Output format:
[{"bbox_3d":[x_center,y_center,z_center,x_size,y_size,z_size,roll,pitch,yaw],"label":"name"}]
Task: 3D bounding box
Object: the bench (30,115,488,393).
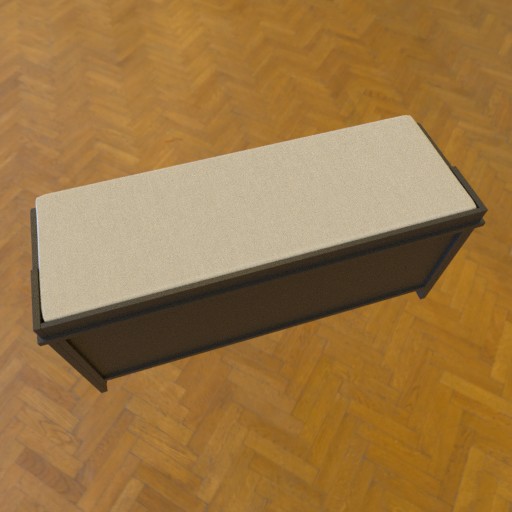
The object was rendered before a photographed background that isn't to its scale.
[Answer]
[{"bbox_3d":[0.000,0.000,1.347,1.140,0.501,0.398,-15,59,-9],"label":"bench"}]
